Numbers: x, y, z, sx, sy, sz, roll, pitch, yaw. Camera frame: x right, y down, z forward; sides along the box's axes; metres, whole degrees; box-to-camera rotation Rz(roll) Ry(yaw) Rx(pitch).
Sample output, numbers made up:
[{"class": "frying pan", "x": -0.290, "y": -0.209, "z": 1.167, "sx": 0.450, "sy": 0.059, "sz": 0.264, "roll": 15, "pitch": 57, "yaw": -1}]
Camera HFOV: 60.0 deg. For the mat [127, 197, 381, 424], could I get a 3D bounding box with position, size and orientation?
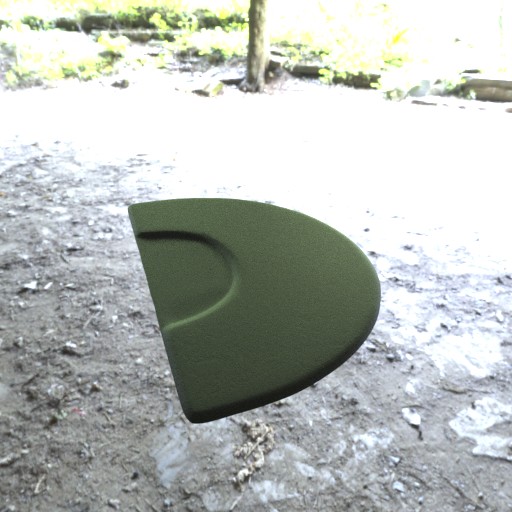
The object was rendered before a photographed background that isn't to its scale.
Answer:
[{"class": "mat", "x": 0.000, "y": 0.000, "z": 1.863, "sx": 0.917, "sy": 0.022, "sz": 1.525, "roll": -10, "pitch": 31, "yaw": -17}]
